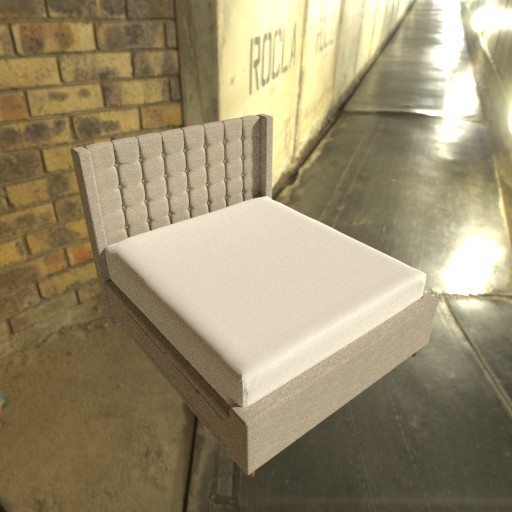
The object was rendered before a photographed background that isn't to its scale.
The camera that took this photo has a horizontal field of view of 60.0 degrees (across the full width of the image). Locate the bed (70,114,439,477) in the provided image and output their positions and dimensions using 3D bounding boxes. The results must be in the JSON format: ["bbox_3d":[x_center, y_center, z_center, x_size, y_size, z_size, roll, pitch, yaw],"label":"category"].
[{"bbox_3d":[0.000,0.000,3.831,2.044,1.748,2.372,-22,37,-33],"label":"bed"}]
